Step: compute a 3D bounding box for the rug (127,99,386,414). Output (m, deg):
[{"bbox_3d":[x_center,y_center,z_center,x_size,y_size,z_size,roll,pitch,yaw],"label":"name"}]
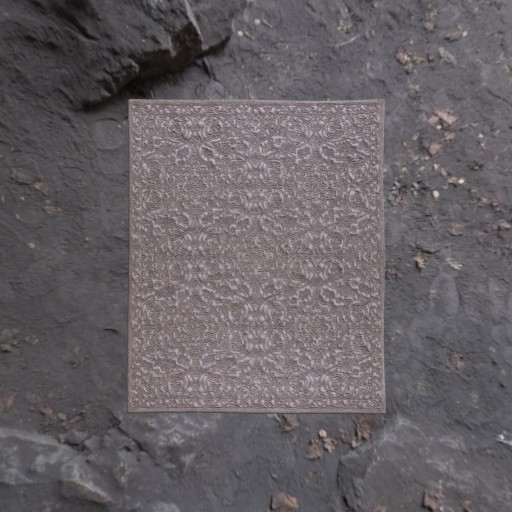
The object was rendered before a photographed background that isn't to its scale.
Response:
[{"bbox_3d":[0.000,0.000,4.247,2.472,0.035,3.017,0,89,0],"label":"rug"}]
